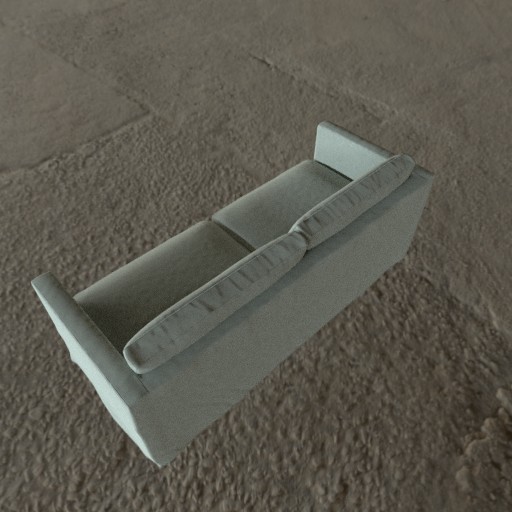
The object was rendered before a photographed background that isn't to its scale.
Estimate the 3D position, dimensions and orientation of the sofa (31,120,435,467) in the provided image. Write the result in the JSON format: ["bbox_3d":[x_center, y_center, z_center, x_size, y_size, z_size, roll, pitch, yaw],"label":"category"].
[{"bbox_3d":[0.000,0.000,2.736,2.312,0.853,0.962,-34,56,-28],"label":"sofa"}]
